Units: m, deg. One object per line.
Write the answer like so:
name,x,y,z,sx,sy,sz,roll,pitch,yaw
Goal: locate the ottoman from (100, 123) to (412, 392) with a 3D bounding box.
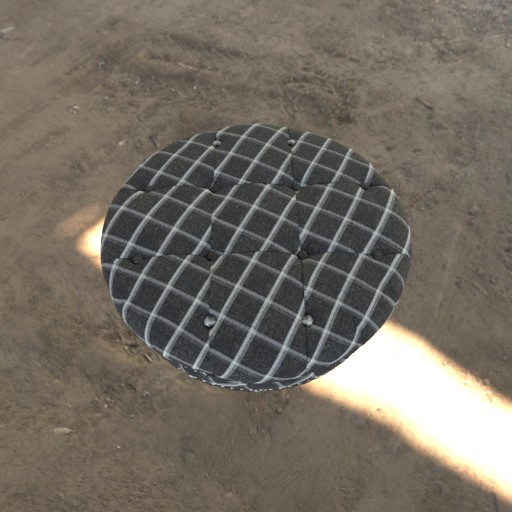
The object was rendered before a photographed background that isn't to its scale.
ottoman,0.000,0.000,1.430,0.901,0.439,0.901,0,58,0
